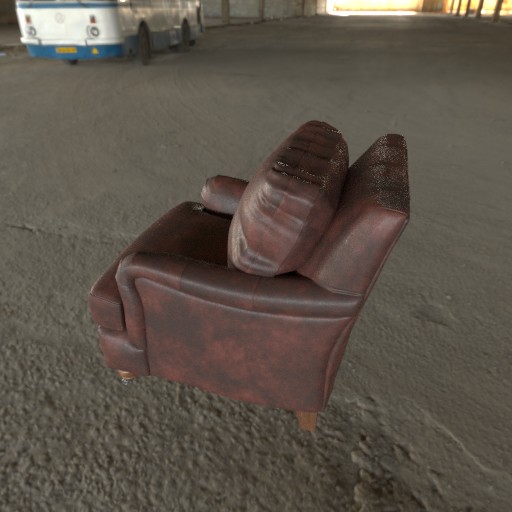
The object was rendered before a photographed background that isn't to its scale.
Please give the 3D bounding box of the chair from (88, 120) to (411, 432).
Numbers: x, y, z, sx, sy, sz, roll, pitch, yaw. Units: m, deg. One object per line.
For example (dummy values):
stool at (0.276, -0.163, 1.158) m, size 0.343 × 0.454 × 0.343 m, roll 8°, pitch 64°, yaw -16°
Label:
chair at (0.000, 0.000, 1.972) m, size 1.156 × 1.051 × 0.987 m, roll 8°, pitch 31°, yaw 14°
